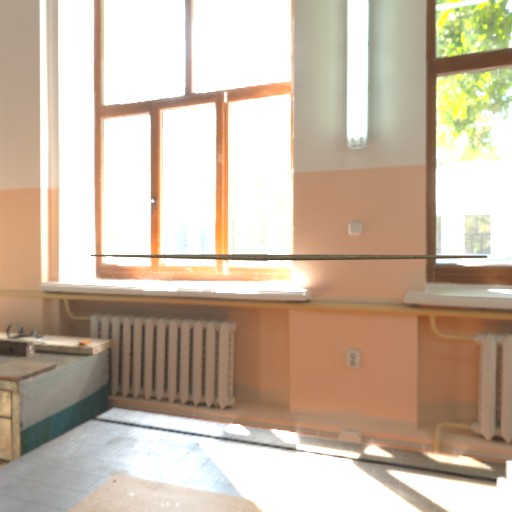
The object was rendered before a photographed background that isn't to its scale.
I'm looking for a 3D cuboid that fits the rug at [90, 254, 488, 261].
[{"bbox_3d":[0.000,0.000,2.923,1.526,0.014,2.290,0,1,-35],"label":"rug"}]
